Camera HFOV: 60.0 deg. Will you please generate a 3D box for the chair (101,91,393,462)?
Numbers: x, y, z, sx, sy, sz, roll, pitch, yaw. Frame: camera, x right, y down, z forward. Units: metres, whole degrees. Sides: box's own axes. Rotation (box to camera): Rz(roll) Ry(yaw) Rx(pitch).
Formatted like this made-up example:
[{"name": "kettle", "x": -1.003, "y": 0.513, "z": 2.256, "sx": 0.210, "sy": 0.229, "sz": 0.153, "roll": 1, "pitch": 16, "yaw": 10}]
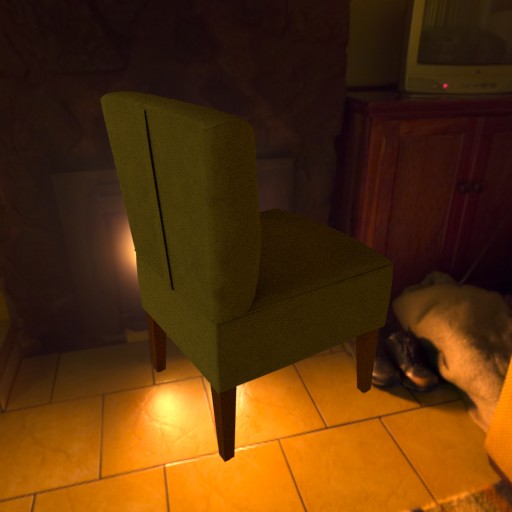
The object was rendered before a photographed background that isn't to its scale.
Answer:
[{"name": "chair", "x": 0.000, "y": 0.000, "z": 1.147, "sx": 0.554, "sy": 0.806, "sz": 0.521, "roll": -17, "pitch": 30, "yaw": -31}]
